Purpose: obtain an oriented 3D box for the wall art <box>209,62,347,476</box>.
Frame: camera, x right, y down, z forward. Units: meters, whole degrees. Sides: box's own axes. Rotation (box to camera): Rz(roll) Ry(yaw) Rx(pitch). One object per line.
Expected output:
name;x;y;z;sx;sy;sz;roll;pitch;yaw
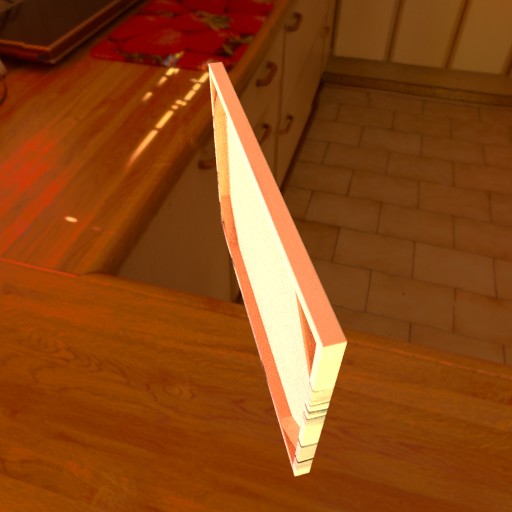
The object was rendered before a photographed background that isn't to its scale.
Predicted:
wall art;0.000;0.000;1.151;0.039;0.609;0.914;-11;49;-9
